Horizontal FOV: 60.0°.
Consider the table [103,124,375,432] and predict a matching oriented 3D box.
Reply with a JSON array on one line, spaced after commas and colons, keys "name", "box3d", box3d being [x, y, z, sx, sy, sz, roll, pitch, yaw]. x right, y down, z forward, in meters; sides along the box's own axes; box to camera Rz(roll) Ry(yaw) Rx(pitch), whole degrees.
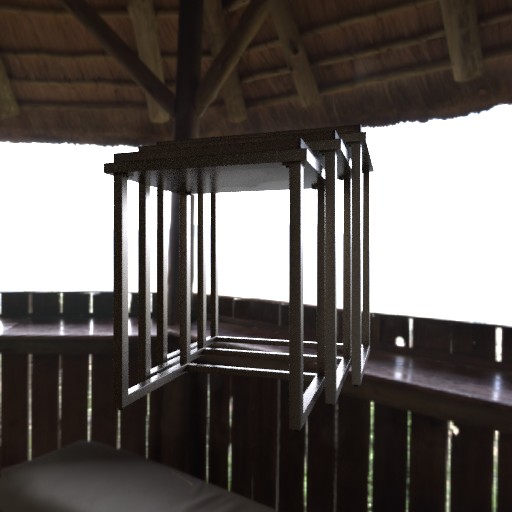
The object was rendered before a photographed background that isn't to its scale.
[{"name": "table", "box3d": [0.000, 0.000, 1.142, 0.559, 0.610, 0.706, 0, 0, 18]}]
